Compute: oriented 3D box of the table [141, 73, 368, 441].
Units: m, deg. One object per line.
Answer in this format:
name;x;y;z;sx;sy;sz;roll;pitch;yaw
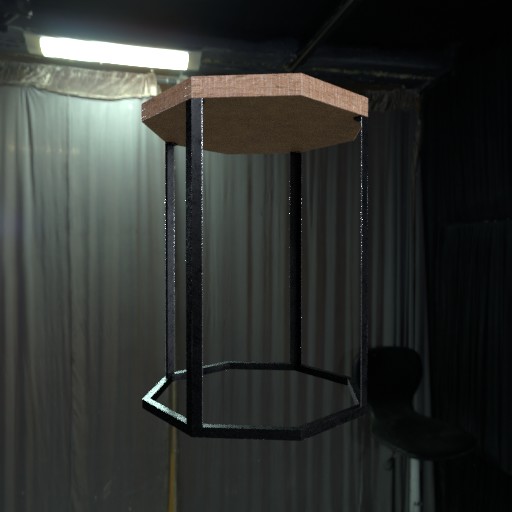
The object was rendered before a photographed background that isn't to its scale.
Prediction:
table;0.000;0.000;0.874;0.437;0.553;0.437;0;1;-18
